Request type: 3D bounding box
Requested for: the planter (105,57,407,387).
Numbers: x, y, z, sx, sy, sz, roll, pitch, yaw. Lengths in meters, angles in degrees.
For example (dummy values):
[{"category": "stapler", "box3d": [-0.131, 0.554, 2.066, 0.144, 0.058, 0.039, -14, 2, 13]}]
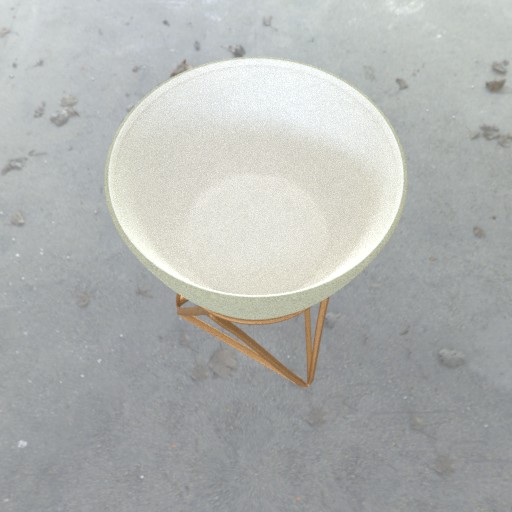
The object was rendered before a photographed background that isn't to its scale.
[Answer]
[{"category": "planter", "box3d": [0.000, 0.000, 0.741, 0.350, 0.504, 0.350, 0, 64, 0]}]
